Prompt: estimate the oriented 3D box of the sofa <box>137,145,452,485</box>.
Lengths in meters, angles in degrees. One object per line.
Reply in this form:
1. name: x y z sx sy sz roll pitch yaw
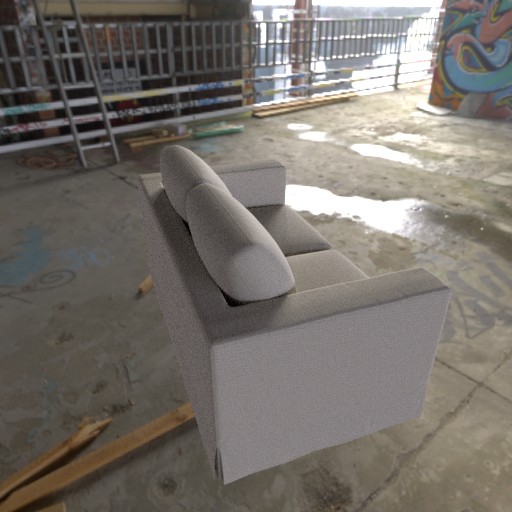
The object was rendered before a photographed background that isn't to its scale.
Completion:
1. sofa: 0.000 0.000 2.405 1.009 0.932 1.813 -10 31 -18
